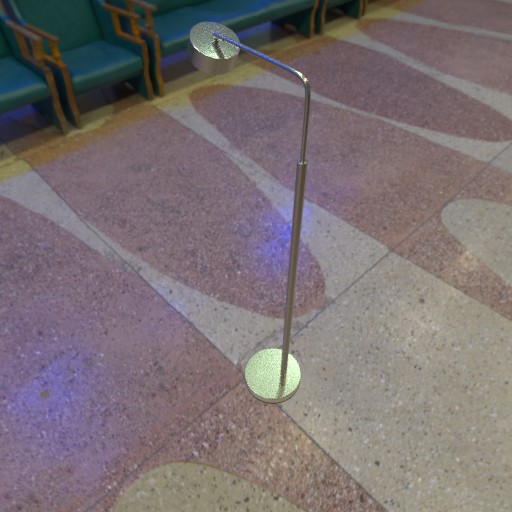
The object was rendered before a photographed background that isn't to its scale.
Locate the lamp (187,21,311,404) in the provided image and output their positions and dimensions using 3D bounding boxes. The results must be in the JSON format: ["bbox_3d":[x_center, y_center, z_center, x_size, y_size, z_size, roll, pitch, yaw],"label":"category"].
[{"bbox_3d":[0.000,0.000,1.371,0.222,1.250,0.421,-33,54,-27],"label":"lamp"}]
